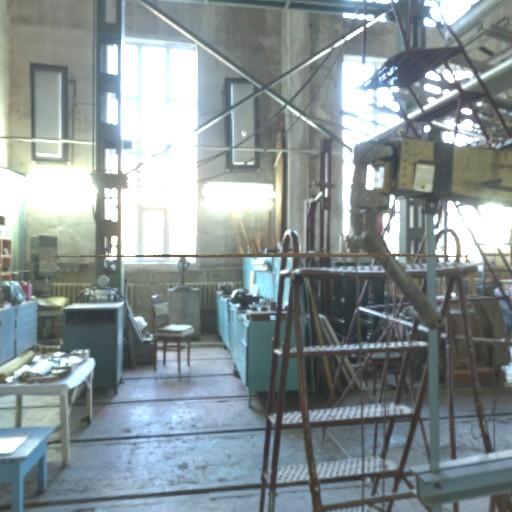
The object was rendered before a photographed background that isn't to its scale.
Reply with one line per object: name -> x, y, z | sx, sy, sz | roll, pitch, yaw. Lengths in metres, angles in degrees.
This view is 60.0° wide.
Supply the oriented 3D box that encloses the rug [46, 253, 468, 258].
rug -> 0.000, 0.000, 2.733 | 2.135, 0.013, 1.524 | 0, -1, 36
